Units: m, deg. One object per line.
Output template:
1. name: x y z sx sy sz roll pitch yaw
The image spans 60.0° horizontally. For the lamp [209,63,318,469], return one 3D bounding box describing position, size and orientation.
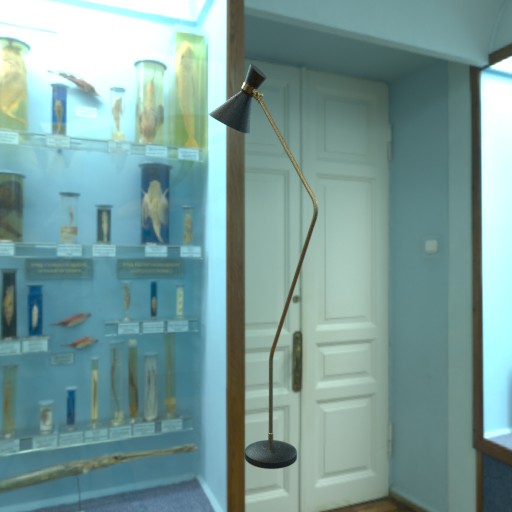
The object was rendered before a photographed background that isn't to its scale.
1. lamp: 0.000 0.000 1.608 0.277 1.438 0.467 0 -1 -20
